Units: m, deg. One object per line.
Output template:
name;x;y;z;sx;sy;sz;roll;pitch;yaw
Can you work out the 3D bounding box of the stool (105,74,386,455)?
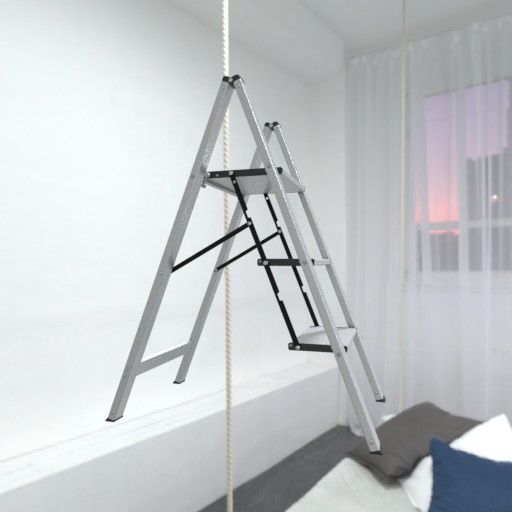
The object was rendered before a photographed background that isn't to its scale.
stool;0.000;0.000;1.314;0.730;0.902;0.441;0;-1;17
